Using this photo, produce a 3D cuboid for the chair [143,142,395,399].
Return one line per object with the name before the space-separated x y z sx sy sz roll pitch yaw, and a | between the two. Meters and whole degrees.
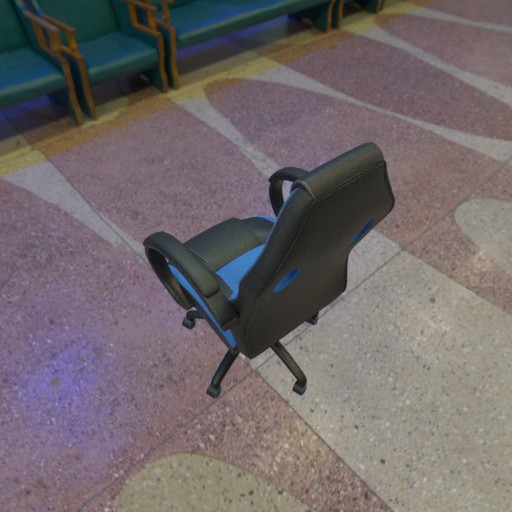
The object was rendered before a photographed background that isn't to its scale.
chair | 0.000 0.000 1.658 0.673 1.187 0.724 -31 54 -26
